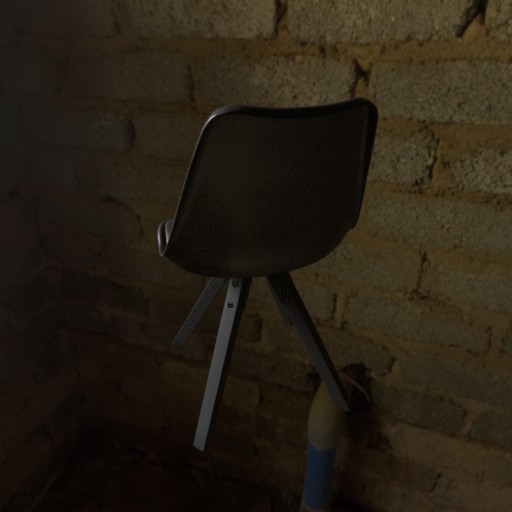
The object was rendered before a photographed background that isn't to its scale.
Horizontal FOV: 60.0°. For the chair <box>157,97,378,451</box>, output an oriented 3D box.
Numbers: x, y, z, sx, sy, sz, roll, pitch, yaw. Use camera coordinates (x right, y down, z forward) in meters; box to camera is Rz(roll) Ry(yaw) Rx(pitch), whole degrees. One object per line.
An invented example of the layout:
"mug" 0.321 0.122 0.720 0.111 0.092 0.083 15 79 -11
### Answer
"chair" 0.000 0.000 1.148 0.485 0.850 0.530 -9 30 -15
